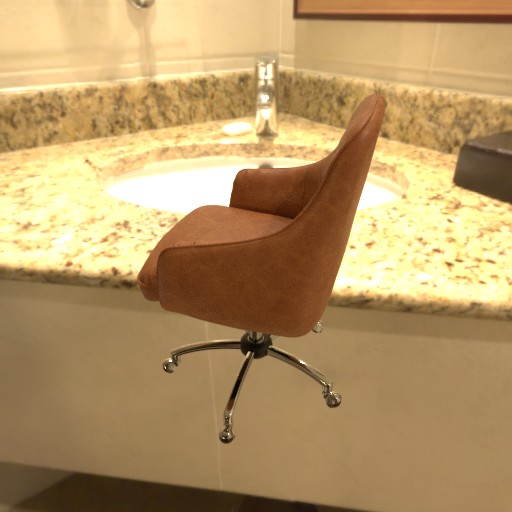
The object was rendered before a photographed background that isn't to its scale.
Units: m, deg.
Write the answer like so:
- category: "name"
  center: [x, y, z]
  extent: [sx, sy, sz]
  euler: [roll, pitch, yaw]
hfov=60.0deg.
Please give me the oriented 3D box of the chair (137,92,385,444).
- category: "chair"
  center: [0.000, 0.000, 1.300]
  extent: [0.615, 0.909, 0.628]
  euler: [8, 30, 14]
